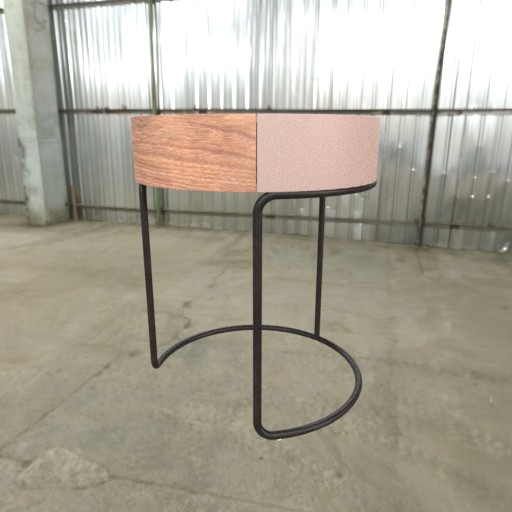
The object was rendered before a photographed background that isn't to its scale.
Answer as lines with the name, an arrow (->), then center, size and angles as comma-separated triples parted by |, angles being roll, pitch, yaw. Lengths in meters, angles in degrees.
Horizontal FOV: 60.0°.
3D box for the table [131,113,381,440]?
table -> 0.000, 0.000, 0.894 | 0.450, 0.530, 0.450 | 0, 16, 0
